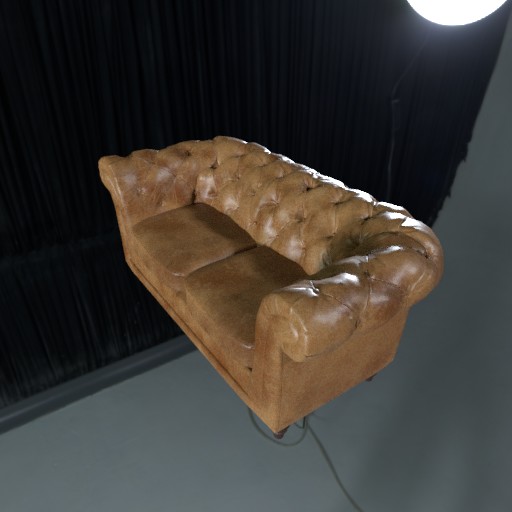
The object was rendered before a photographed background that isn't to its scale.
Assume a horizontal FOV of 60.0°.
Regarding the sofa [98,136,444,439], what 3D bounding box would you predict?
[{"bbox_3d":[0.000,0.000,2.501,1.042,0.877,1.979,-21,38,-29],"label":"sofa"}]
